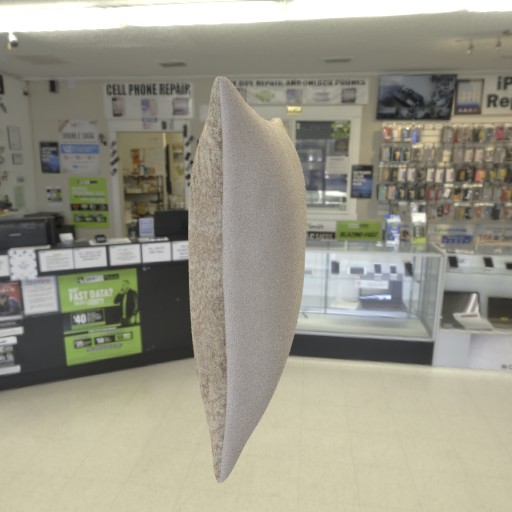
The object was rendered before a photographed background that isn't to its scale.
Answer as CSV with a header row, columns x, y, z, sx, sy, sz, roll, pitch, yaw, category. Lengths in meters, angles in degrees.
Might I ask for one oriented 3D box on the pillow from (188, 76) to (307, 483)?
x,y,z,sx,sy,sz,roll,pitch,yaw,category
0.000,0.000,0.782,0.166,0.510,0.523,2,13,10,pillow
